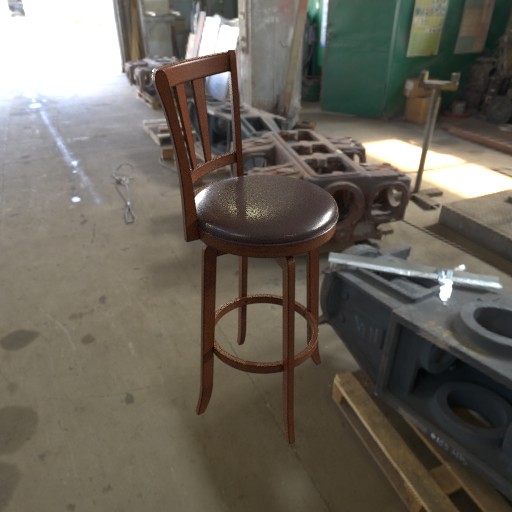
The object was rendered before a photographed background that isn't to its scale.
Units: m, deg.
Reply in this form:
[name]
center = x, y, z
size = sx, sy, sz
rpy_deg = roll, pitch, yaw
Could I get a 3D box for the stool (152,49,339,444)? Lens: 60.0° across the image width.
[stool]
center = 0.000, 0.000, 1.449
size = 0.503, 1.177, 0.464
rpy_deg = 11, 32, 17
